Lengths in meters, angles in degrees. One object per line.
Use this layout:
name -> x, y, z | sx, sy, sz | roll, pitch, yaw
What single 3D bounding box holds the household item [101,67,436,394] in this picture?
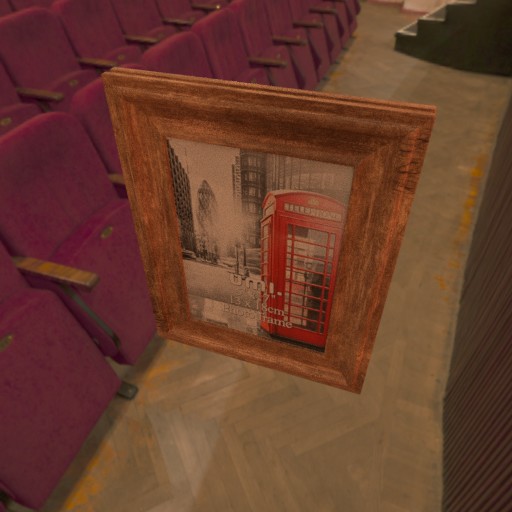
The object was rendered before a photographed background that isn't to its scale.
household item -> 0.000, 0.000, 0.316 | 0.186, 0.237, 0.018 | 13, 42, 14
